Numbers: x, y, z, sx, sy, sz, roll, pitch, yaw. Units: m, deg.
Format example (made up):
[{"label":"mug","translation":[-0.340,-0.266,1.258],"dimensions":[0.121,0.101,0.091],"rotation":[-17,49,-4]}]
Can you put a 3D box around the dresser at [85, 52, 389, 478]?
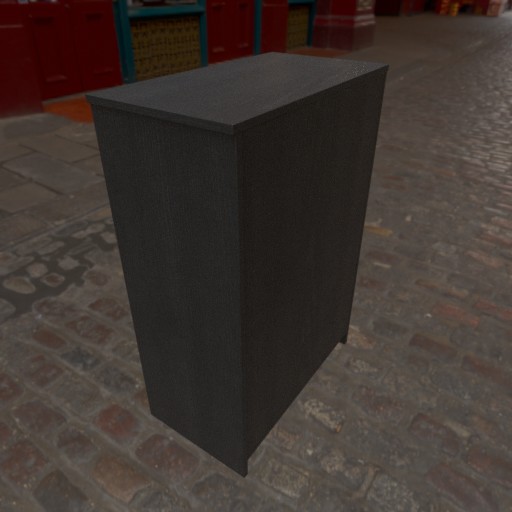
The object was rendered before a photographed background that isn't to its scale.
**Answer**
[{"label":"dresser","translation":[0.000,0.000,1.336],"dimensions":[0.398,1.020,0.700],"rotation":[21,38,29]}]
